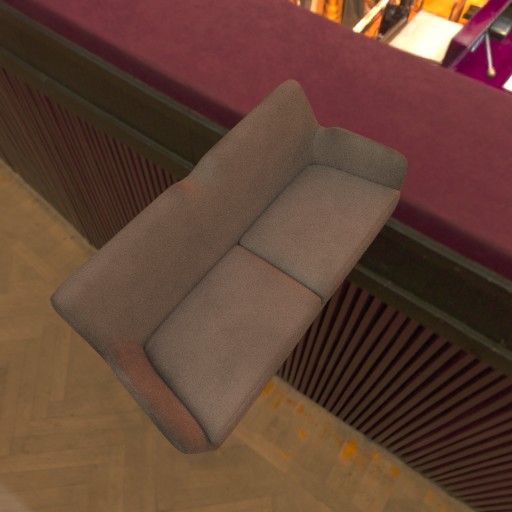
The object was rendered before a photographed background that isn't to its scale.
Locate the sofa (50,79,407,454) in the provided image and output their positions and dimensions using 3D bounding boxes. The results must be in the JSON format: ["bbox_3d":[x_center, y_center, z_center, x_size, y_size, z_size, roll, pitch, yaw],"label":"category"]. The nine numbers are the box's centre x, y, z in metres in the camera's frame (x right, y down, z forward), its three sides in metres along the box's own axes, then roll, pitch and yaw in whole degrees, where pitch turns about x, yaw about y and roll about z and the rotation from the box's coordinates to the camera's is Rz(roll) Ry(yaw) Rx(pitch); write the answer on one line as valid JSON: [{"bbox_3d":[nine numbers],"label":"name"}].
[{"bbox_3d":[0.000,0.000,2.294,0.850,0.810,1.870,33,64,18],"label":"sofa"}]
